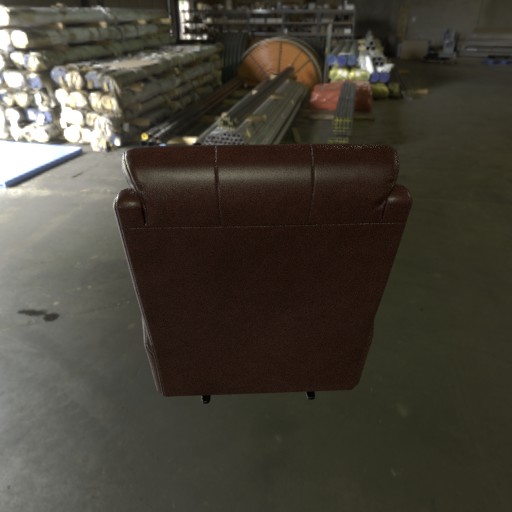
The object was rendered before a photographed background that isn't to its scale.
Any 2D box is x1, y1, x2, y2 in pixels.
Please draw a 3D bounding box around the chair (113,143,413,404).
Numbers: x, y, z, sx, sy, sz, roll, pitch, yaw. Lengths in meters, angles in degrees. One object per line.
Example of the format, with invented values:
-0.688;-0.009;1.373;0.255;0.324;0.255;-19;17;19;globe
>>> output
0.000;0.000;1.642;0.787;1.016;0.939;-1;29;-2;chair
